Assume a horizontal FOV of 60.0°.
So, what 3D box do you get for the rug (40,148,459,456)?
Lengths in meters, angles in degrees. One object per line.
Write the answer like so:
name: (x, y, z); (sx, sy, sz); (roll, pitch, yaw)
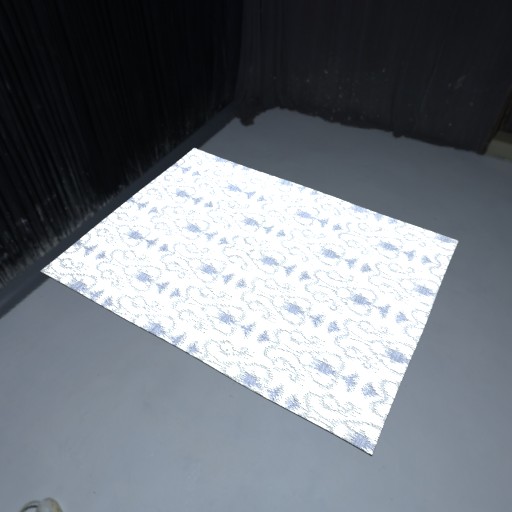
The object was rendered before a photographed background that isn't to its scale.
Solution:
rug: (0.000, 0.000, 2.958); (2.261, 0.013, 1.676); (23, 51, 21)
